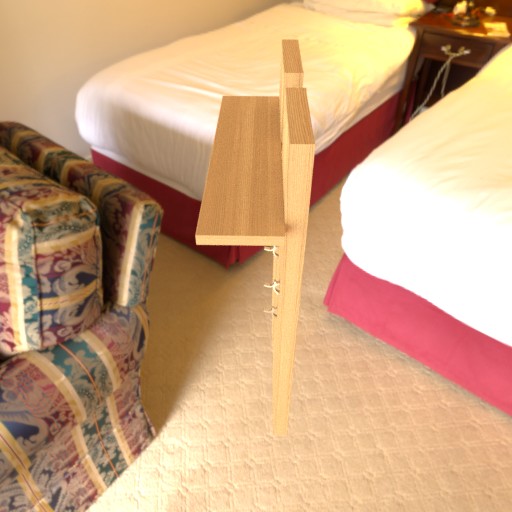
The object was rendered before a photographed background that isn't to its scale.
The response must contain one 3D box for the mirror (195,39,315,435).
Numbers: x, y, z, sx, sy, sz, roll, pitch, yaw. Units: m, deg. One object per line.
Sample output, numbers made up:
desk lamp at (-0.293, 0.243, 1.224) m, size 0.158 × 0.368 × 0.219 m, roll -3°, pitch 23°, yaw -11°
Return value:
mirror at (0.000, 0.000, 1.588) m, size 0.260 × 1.250 × 0.800 m, roll 1°, pitch 42°, yaw 1°
